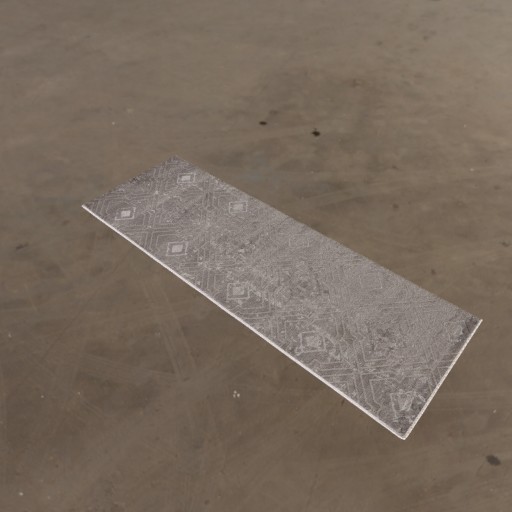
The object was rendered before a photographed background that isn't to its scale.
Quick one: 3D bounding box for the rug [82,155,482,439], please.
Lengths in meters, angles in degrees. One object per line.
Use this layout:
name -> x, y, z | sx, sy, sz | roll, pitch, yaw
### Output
rug -> 0.000, 0.000, 2.627 | 2.381, 0.035, 0.832 | 32, 53, 28
